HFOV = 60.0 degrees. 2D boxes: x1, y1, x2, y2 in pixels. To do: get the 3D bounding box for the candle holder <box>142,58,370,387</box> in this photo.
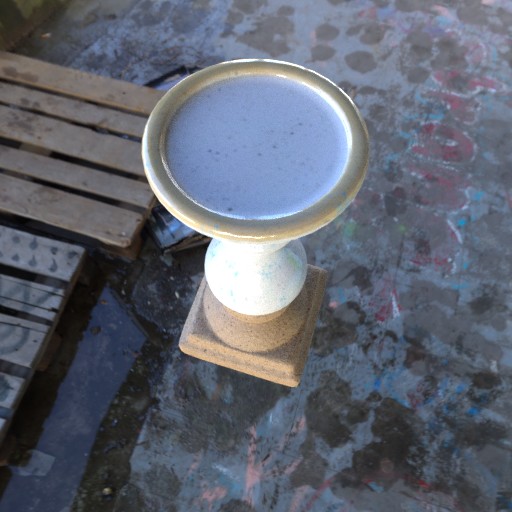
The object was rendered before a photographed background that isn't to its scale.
[{"bbox_3d":[0.000,0.000,0.302,0.110,0.239,0.110,16,65,8],"label":"candle holder"}]
